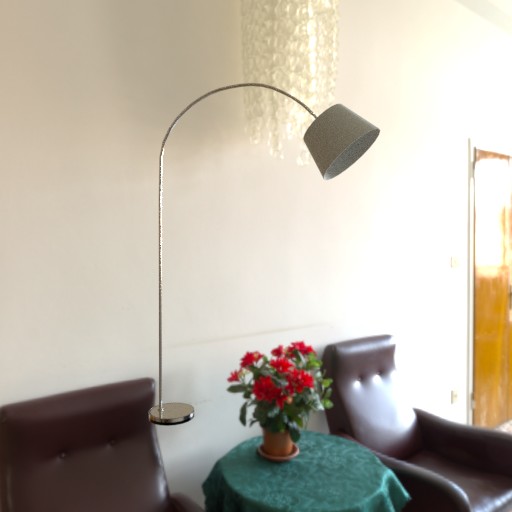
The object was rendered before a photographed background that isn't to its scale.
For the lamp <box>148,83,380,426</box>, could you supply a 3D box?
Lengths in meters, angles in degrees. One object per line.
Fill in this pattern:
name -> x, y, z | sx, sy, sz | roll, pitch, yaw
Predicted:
lamp -> 0.000, 0.000, 2.690 | 1.445, 2.098, 0.406 | 0, 1, 17
